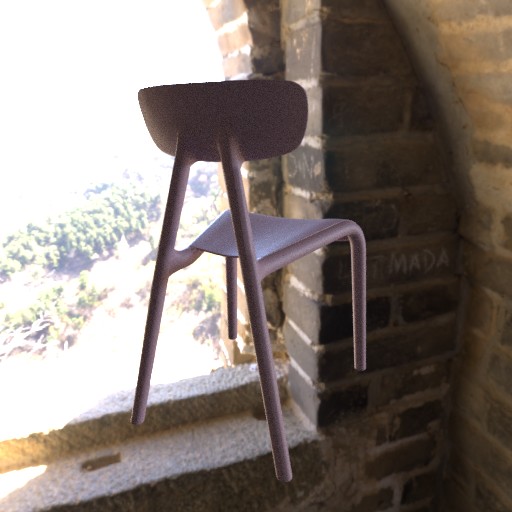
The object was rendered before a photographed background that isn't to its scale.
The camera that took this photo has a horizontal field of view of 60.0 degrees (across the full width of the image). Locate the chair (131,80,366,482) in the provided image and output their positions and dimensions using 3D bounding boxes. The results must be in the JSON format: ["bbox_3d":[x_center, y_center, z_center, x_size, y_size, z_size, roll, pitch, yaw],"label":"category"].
[{"bbox_3d":[0.000,0.000,0.833,0.356,0.580,0.401,8,18,26],"label":"chair"}]
